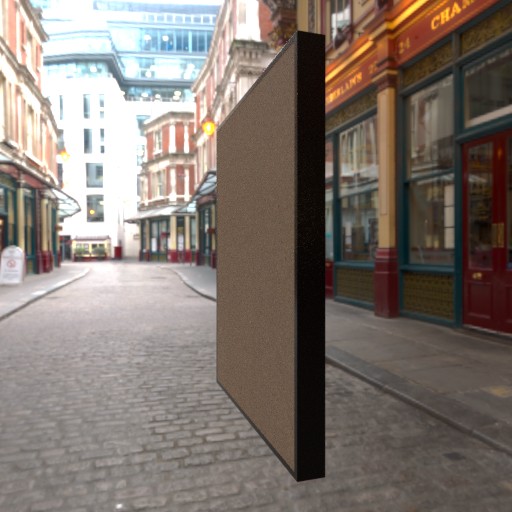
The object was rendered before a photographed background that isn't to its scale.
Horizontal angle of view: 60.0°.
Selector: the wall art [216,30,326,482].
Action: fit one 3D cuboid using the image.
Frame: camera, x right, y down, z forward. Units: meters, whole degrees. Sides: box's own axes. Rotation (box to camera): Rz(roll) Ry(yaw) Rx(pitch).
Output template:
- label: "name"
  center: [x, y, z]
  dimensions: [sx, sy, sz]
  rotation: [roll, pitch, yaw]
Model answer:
- label: "wall art"
  center: [0.000, 0.000, 0.758]
  dimensions: [0.038, 0.551, 0.448]
  rotation: [0, 0, -18]
